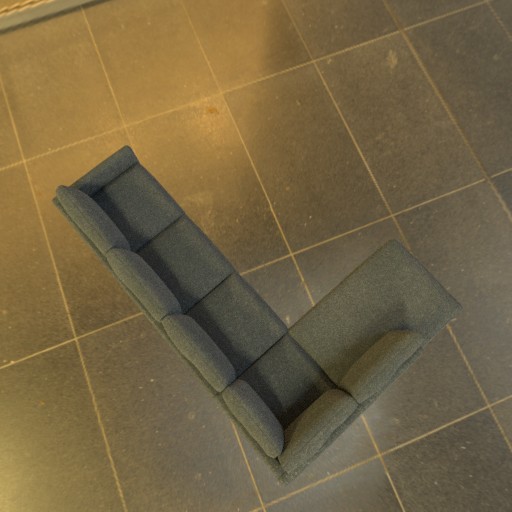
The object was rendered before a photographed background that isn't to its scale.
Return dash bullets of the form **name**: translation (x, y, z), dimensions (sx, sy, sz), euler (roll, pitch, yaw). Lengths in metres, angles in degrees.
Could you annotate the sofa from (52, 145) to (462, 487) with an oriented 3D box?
- **sofa**: translation (0.000, 0.000, 3.755), dimensions (2.007, 0.815, 2.949), euler (-40, 79, -10)
